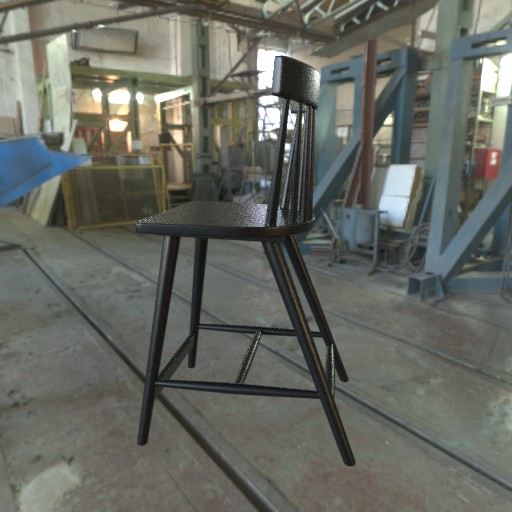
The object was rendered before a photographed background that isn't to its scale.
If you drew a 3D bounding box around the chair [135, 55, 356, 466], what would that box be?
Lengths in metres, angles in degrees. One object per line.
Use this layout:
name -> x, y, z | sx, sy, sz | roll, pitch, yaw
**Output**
chair -> 0.000, 0.000, 1.243 | 0.572, 0.952, 0.483 | 2, 13, 9
